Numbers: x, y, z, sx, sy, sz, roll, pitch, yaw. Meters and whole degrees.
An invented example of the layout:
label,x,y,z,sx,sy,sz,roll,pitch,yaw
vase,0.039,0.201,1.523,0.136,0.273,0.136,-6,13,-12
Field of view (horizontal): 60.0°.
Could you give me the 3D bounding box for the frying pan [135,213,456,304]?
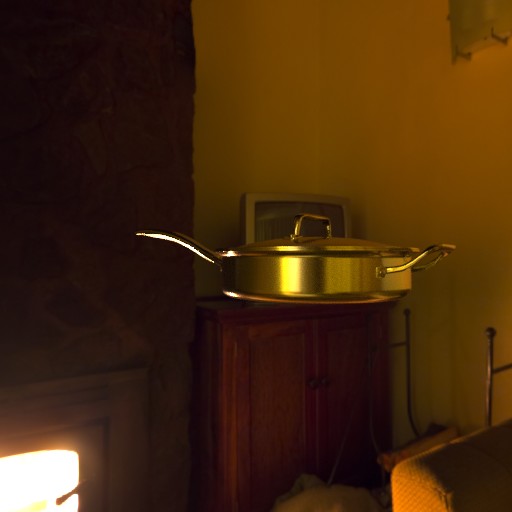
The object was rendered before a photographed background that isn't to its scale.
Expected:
label,x,y,z,sx,sy,sz,roll,pitch,yaw
frying pan,0.000,0.000,0.683,0.561,0.114,0.280,0,-1,36
